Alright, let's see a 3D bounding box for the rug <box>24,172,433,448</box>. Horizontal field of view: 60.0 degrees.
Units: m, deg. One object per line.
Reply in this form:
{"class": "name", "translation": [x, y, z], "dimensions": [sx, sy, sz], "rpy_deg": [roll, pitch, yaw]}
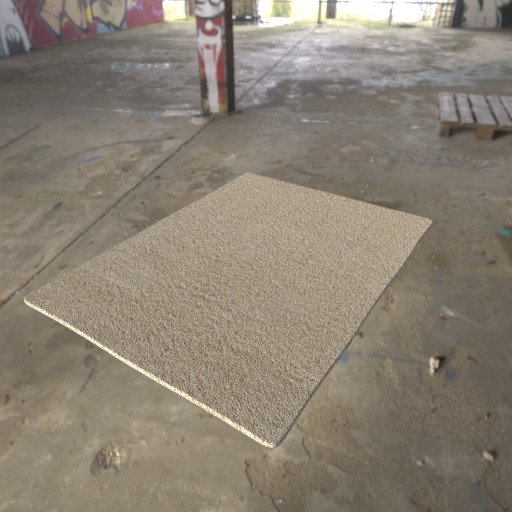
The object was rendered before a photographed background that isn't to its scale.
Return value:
{"class": "rug", "translation": [0.000, 0.000, 2.066], "dimensions": [1.200, 0.027, 1.600], "rpy_deg": [20, 38, 28]}
